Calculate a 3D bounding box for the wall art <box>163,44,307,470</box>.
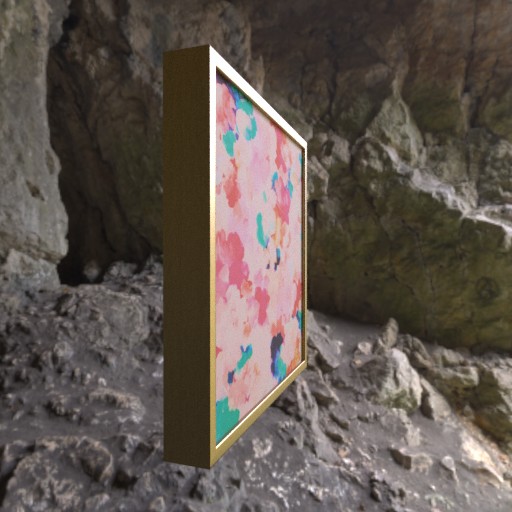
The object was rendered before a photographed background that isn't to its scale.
[{"bbox_3d":[0.000,0.000,0.467,0.038,0.305,0.304,0,1,20],"label":"wall art"}]
